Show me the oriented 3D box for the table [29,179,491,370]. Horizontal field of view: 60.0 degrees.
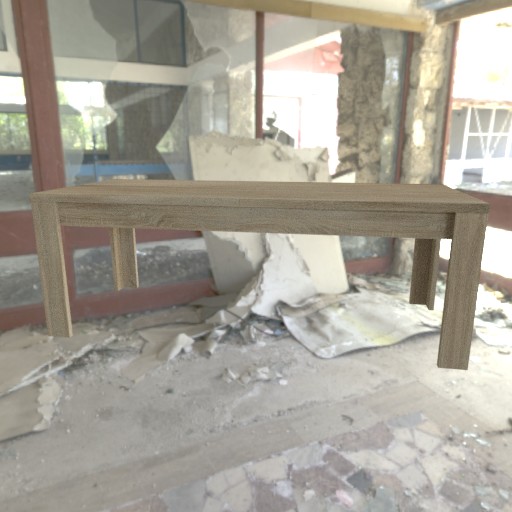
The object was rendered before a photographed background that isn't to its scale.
[{"bbox_3d":[0.000,0.000,2.611,2.200,0.790,0.900,3,15,10],"label":"table"}]
